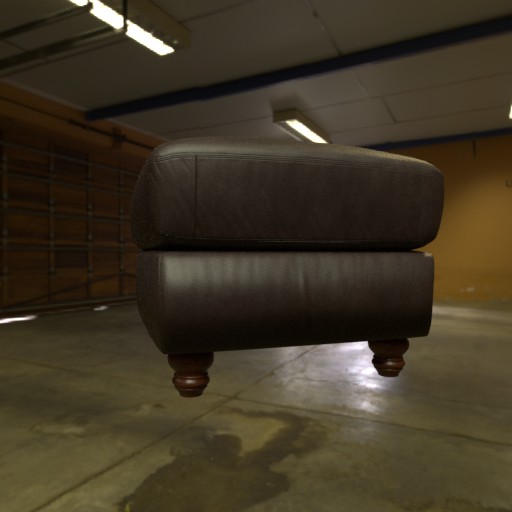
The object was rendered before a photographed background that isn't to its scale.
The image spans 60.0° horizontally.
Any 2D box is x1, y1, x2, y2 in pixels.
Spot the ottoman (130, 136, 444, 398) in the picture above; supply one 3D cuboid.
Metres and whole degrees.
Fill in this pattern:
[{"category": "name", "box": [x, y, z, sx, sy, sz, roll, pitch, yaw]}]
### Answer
[{"category": "ottoman", "box": [0.000, 0.000, 1.268, 0.670, 0.569, 0.806, 0, 0, -18]}]
